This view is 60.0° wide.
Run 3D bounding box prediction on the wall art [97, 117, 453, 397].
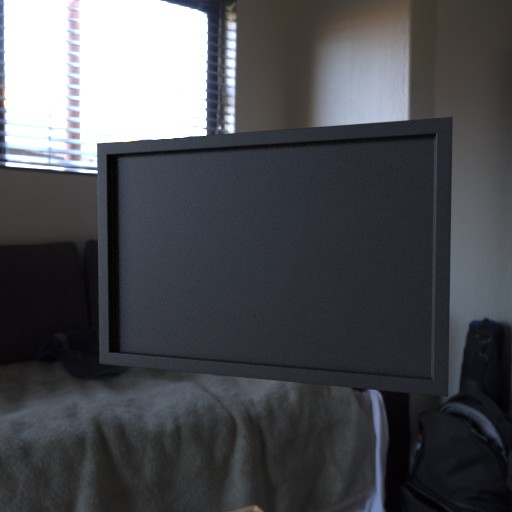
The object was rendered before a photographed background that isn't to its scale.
[{"bbox_3d":[0.000,0.000,0.551,0.443,0.301,0.021,1,2,17],"label":"wall art"}]
